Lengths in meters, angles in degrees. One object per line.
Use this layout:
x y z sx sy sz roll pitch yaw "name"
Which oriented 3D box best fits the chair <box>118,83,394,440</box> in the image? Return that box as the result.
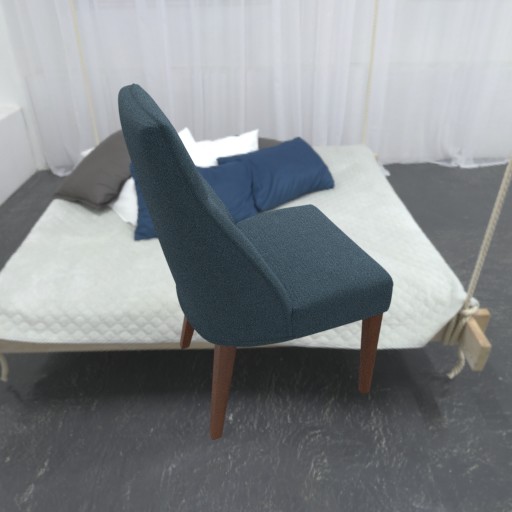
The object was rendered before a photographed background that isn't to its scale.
0.000 0.000 1.273 0.620 0.930 0.500 -12 35 -17 "chair"
